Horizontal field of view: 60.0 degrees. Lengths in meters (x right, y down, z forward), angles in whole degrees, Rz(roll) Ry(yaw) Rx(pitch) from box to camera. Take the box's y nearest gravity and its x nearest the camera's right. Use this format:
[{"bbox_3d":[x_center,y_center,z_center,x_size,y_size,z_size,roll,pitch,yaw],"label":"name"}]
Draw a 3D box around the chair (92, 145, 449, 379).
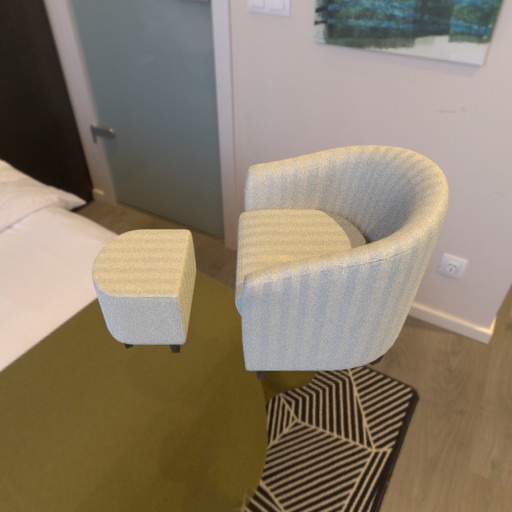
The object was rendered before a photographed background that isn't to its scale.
[{"bbox_3d":[0.000,0.000,1.747,1.288,0.757,0.756,0,40,0],"label":"chair"}]
